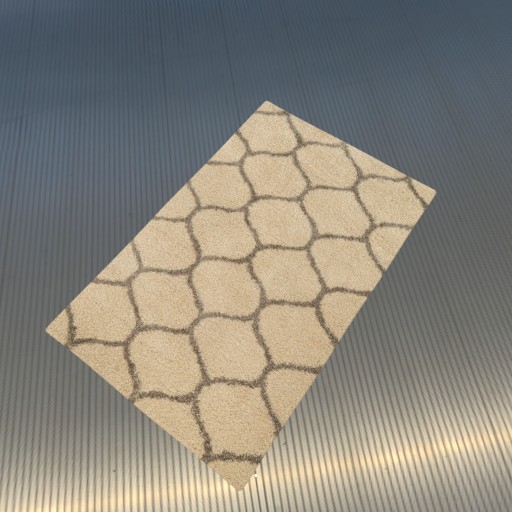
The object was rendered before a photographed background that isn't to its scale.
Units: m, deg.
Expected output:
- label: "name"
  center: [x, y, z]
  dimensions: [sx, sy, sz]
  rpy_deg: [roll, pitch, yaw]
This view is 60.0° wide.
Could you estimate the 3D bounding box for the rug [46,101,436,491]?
- label: "rug"
  center: [0.000, 0.000, 2.945]
  dimensions: [1.501, 0.024, 2.348]
  rpy_deg: [33, 68, 15]
